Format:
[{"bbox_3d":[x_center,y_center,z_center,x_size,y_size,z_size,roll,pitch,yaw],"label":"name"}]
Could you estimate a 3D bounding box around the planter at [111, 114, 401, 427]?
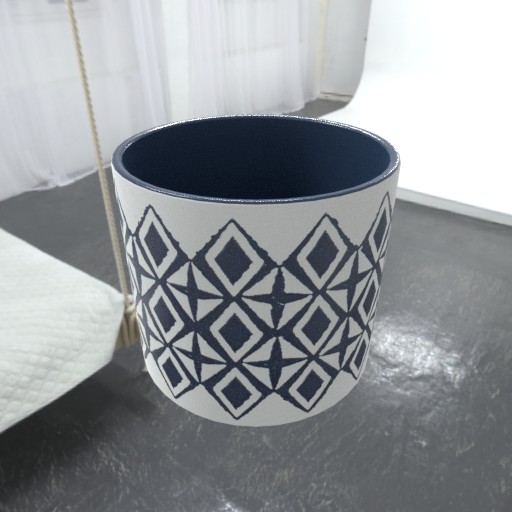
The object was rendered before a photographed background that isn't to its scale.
[{"bbox_3d":[0.000,0.000,0.328,0.182,0.165,0.182,0,31,0],"label":"planter"}]
